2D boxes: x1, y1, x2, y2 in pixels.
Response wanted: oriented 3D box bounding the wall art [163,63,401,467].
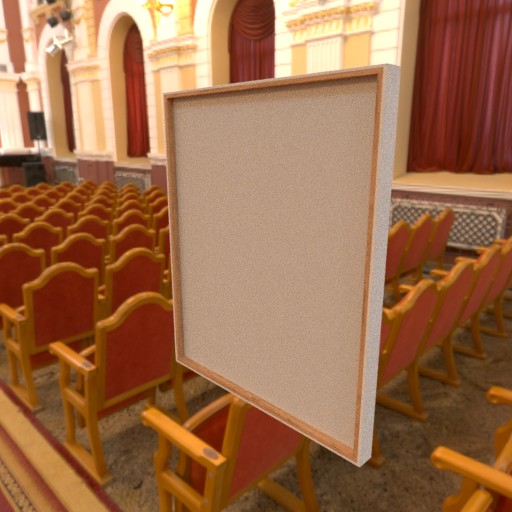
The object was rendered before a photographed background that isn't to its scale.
[{"bbox_3d":[0.000,0.000,0.824,0.508,0.606,0.037,14,20,43],"label":"wall art"}]
